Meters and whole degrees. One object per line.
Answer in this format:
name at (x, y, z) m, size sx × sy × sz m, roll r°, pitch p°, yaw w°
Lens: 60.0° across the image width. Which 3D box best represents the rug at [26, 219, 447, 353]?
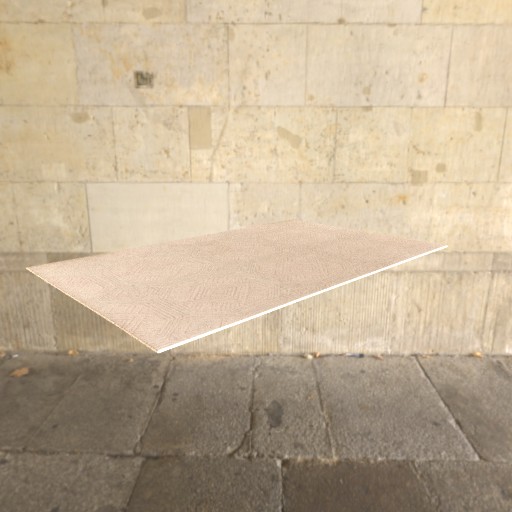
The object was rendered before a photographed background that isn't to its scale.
rug at (0.000, 0.000, 2.987) m, size 2.440 × 0.008 × 1.524 m, roll -14°, pitch 20°, yaw -42°
